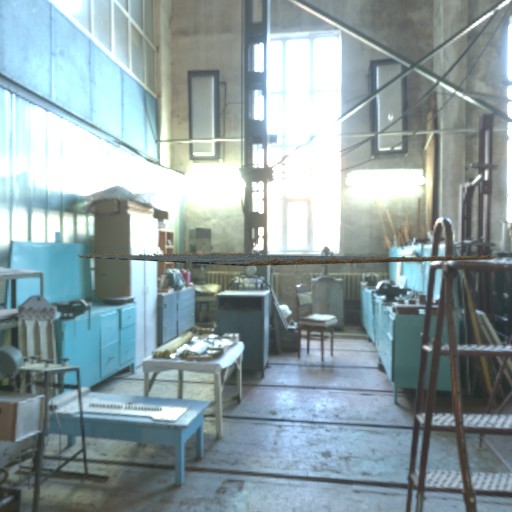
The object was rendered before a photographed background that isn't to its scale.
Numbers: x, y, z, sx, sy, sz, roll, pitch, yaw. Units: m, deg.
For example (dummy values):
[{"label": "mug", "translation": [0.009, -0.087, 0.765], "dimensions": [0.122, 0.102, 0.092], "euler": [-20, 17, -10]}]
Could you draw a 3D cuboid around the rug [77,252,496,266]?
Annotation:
[{"label": "rug", "translation": [0.000, 0.000, 4.176], "dimensions": [2.418, 0.047, 3.307], "euler": [-1, 1, -36]}]
